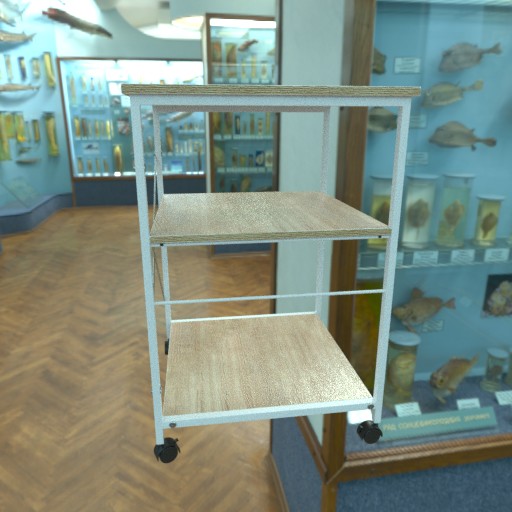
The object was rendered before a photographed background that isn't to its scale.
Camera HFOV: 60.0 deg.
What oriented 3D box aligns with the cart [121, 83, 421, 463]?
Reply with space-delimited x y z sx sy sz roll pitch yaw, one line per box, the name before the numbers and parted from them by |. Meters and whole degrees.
cart | 0.000 0.000 1.110 0.520 0.762 0.521 -2 17 -8
